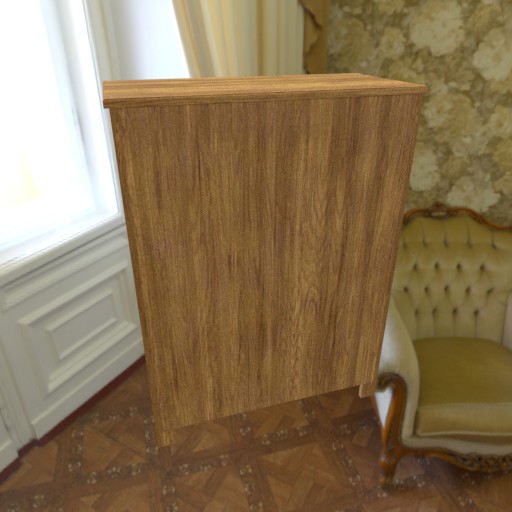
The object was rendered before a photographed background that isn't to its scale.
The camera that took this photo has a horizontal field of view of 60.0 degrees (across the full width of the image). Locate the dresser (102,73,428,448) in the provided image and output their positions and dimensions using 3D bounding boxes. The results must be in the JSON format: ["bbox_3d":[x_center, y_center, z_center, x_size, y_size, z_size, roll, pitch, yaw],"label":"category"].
[{"bbox_3d":[0.000,0.000,1.954,1.081,1.431,0.558,-8,28,-15],"label":"dresser"}]
